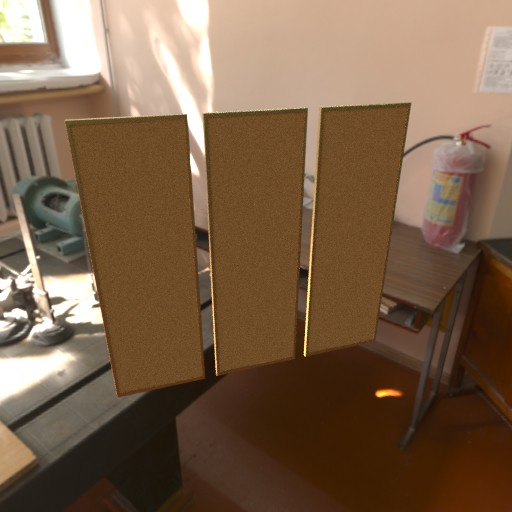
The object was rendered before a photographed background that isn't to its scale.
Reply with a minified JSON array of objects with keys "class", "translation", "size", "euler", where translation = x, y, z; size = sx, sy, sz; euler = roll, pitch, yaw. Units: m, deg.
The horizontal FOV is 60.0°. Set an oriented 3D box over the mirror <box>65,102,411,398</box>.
[{"class":"mirror","translation":[0.000,0.000,1.464],"size":[1.011,0.926,0.023],"euler":[-8,28,-16]}]
